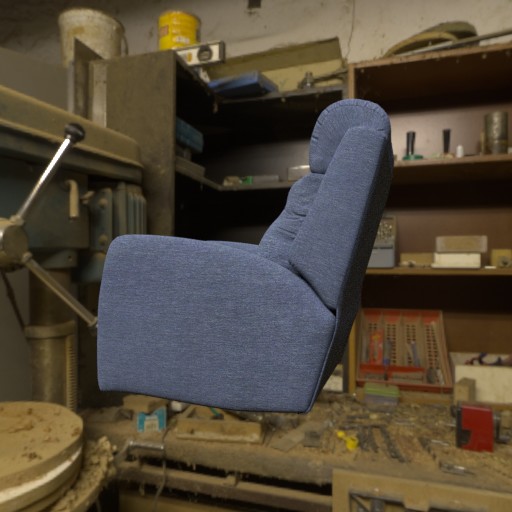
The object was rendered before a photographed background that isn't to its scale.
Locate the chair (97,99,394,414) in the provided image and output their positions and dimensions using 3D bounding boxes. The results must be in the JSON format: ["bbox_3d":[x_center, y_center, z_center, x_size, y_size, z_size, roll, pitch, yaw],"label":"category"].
[{"bbox_3d":[0.000,0.000,1.767,1.043,1.013,0.798,0,0,19],"label":"chair"}]
